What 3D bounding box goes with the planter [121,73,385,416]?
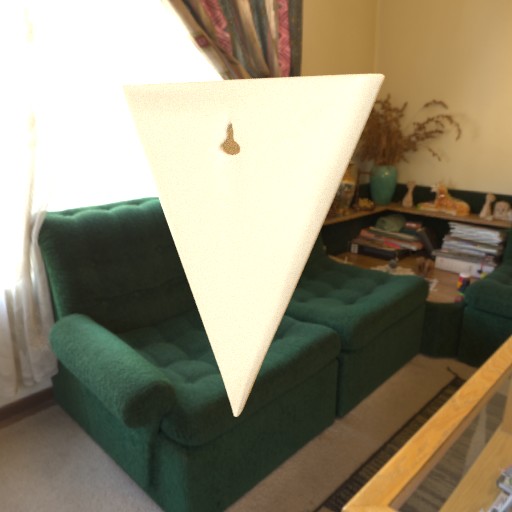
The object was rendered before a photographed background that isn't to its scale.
[{"bbox_3d":[0.000,0.000,0.272,0.150,0.197,0.060,9,19,26],"label":"planter"}]
